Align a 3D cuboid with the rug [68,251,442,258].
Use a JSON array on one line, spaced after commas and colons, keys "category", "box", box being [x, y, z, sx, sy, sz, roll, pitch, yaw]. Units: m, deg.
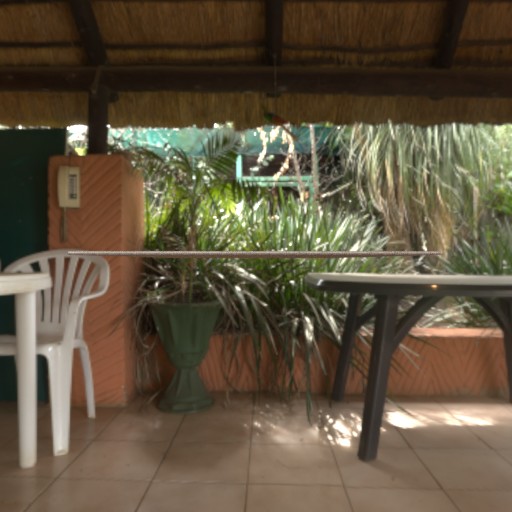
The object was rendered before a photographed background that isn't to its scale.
[{"category": "rug", "box": [0.000, 0.000, 3.013, 1.524, 0.015, 2.438, 0, -1, 0]}]
